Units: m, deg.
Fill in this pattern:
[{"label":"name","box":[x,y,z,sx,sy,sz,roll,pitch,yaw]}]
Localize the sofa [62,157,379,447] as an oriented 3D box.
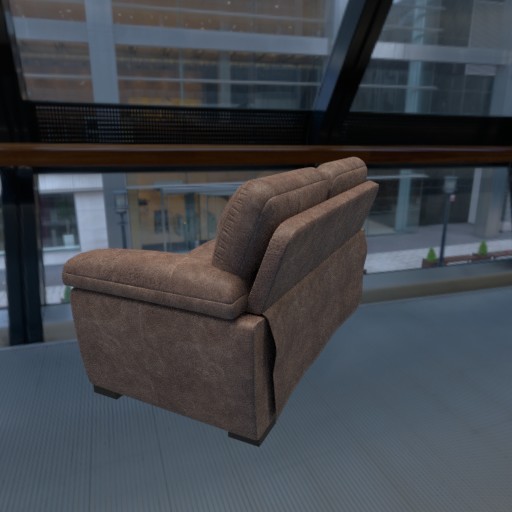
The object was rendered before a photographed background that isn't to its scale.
[{"label":"sofa","box":[0.000,0.000,2.399,0.991,0.991,1.753,8,18,25]}]
